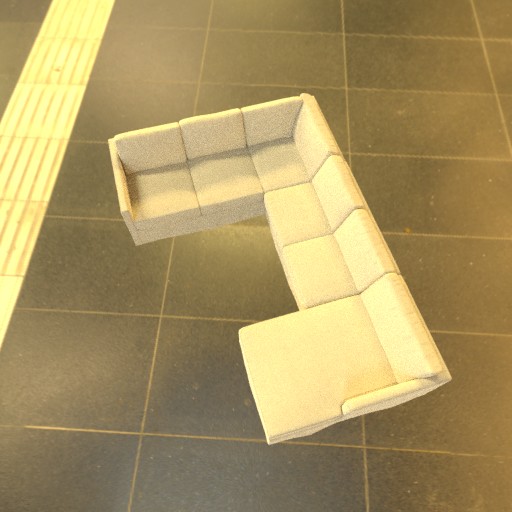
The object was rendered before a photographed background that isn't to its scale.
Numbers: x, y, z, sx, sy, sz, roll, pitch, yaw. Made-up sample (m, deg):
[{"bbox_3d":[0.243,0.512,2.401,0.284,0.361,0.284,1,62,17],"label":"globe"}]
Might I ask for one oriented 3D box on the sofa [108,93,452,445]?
[{"bbox_3d":[0.000,0.000,4.506,2.427,0.882,3.460,-15,64,-7],"label":"sofa"}]
